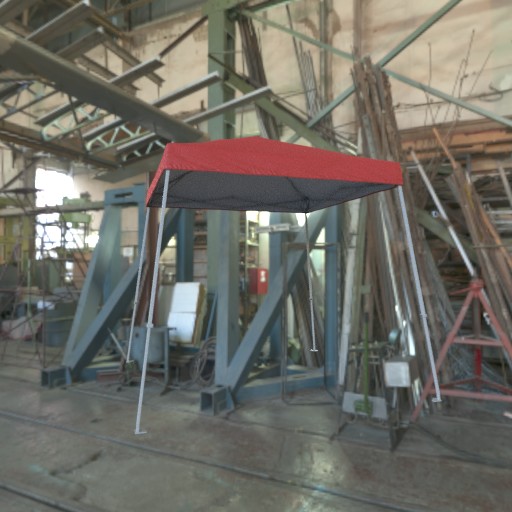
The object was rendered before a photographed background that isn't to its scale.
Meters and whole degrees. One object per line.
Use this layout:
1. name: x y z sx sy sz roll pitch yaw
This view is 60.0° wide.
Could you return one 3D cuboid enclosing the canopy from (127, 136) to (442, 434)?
1. canopy: 0.000 0.000 6.615 3.599 3.600 3.600 1 -2 -18
